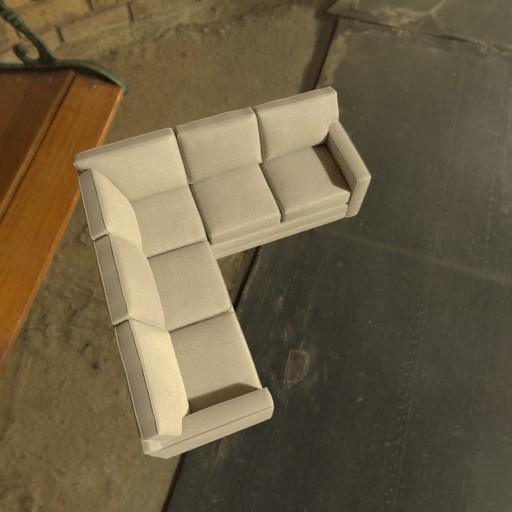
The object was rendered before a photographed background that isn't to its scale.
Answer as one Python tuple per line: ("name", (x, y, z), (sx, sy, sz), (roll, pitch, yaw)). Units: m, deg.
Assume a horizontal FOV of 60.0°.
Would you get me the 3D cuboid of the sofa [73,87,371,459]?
("sofa", (0.000, 0.000, 3.378), (2.189, 0.939, 2.182), (-18, 65, -9))
